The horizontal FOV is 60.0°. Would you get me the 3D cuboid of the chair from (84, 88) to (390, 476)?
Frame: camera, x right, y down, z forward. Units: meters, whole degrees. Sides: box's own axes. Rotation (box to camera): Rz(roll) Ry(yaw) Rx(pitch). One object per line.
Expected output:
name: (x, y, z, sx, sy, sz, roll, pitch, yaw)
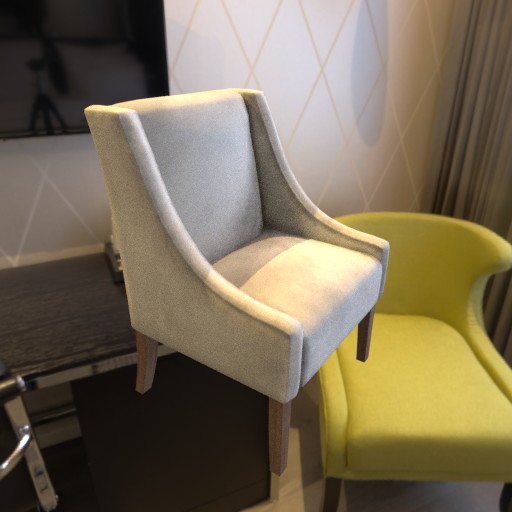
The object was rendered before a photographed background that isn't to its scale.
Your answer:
chair: (0.000, 0.000, 1.339, 0.629, 0.895, 0.629, 17, 30, 31)
